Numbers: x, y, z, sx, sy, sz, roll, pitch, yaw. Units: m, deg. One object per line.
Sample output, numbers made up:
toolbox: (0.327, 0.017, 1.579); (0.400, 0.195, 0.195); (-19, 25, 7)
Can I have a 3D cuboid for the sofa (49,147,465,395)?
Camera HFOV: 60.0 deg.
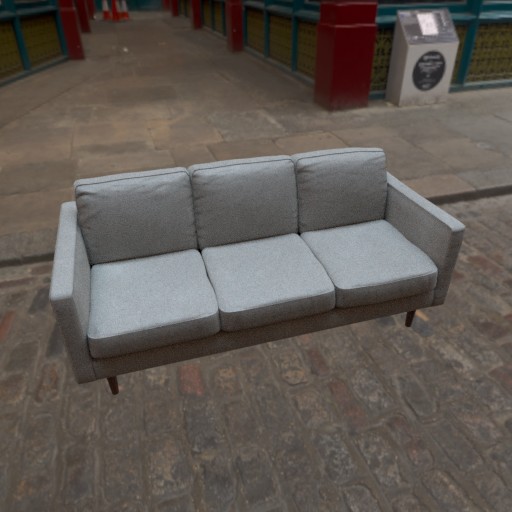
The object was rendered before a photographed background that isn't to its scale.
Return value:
sofa: (0.000, 0.000, 2.471); (1.983, 0.918, 0.944); (-10, 34, -14)
